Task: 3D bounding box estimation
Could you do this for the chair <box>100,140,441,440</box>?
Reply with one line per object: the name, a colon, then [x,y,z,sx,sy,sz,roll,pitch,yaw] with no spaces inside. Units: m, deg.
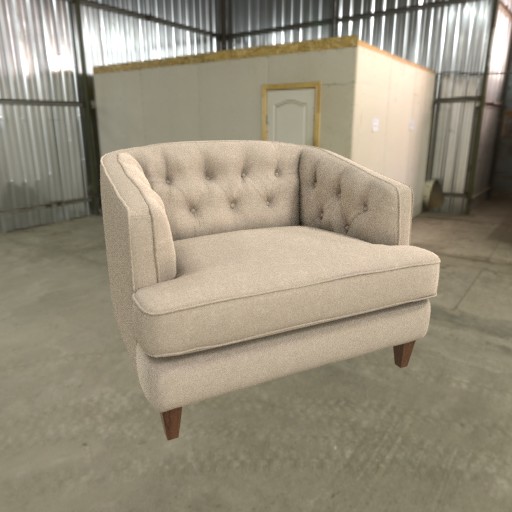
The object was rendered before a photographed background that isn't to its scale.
chair: [0.000,0.000,1.758,1.104,0.852,0.941,-8,19,-25]
